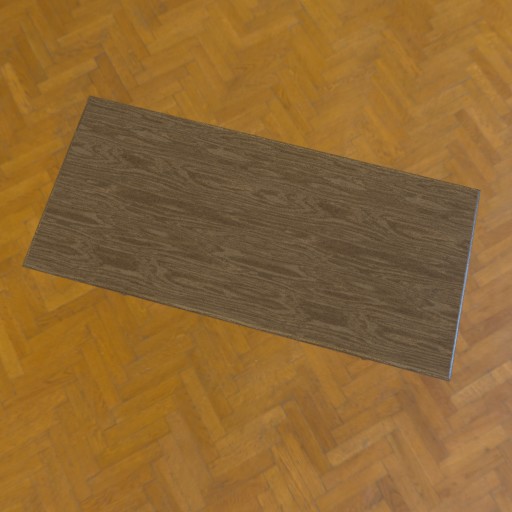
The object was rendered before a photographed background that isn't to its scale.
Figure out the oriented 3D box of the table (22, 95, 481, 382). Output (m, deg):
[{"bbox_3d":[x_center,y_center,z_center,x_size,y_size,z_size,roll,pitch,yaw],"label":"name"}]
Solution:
[{"bbox_3d":[0.000,0.000,1.733,1.300,0.780,0.599,15,77,3],"label":"table"}]
